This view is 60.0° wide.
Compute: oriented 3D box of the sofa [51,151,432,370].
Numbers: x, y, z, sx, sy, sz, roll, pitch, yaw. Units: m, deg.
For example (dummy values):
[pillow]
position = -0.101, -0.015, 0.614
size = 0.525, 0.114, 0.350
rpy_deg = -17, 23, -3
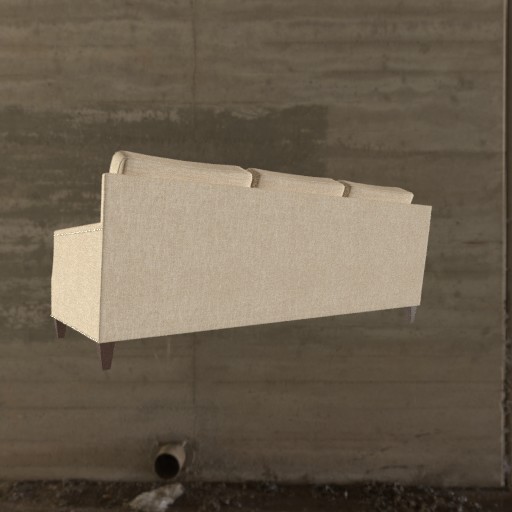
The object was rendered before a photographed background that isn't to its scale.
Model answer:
[sofa]
position = 0.000, 0.000, 2.802
size = 2.210, 0.940, 1.041
rpy_deg = 0, 1, -36
